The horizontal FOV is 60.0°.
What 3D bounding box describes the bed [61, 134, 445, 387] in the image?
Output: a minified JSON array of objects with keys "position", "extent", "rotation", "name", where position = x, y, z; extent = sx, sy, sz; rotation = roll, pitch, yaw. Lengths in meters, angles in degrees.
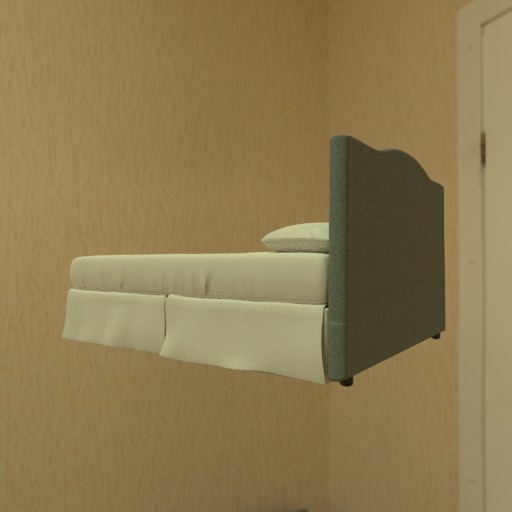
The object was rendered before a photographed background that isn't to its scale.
[{"position":[0.000,0.000,3.932],"extent":[2.689,1.457,2.161],"rotation":[-1,-1,36],"name":"bed"}]
